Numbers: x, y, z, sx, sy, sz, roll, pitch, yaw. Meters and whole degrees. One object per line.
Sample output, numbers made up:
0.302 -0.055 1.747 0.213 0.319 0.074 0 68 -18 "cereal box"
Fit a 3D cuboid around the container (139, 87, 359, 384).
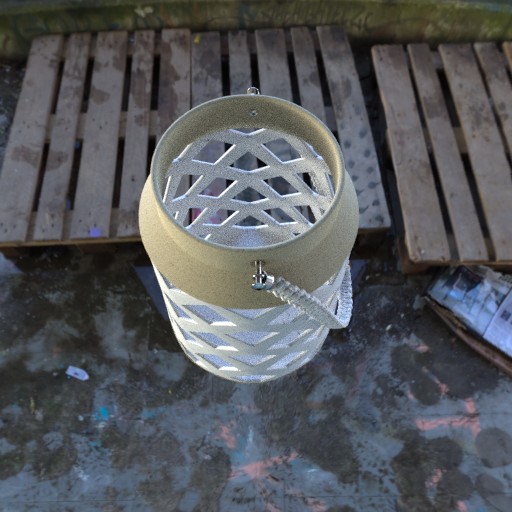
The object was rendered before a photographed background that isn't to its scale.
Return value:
0.000 0.000 0.402 0.198 0.264 0.188 -1 64 -1 "container"
